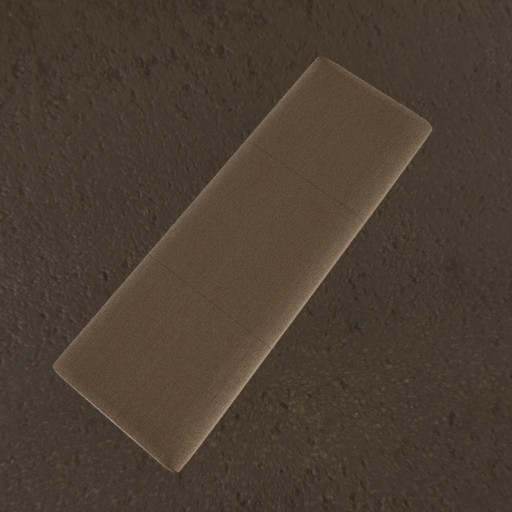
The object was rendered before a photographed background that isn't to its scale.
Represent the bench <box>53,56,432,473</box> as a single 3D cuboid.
[{"bbox_3d":[0.000,0.000,1.470,0.446,0.438,1.269,36,78,9],"label":"bench"}]
